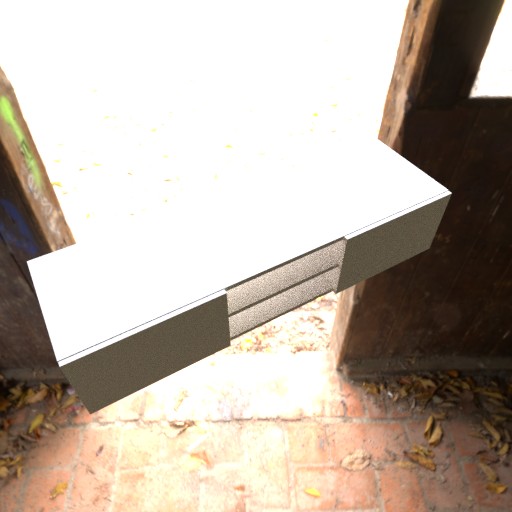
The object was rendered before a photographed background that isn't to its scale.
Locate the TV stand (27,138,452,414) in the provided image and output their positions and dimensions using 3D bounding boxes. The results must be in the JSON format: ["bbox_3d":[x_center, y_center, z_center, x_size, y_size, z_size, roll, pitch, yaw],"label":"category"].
[{"bbox_3d":[0.000,0.000,1.603,1.400,0.310,0.420,-23,51,-20],"label":"TV stand"}]
